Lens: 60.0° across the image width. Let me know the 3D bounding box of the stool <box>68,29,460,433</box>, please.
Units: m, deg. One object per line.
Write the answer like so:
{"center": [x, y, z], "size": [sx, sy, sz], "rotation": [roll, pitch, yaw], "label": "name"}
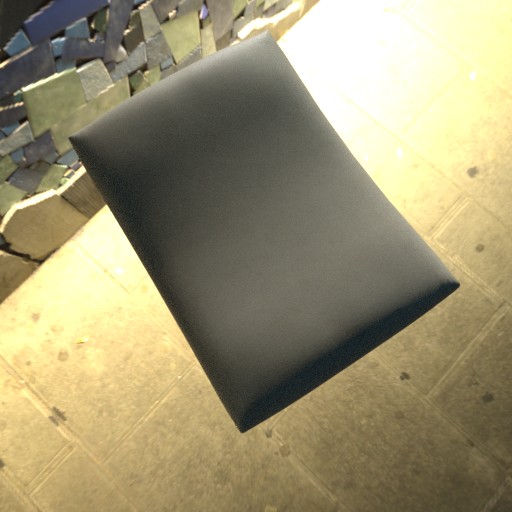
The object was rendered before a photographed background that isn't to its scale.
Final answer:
{"center": [0.000, 0.000, 0.915], "size": [0.375, 0.632, 0.509], "rotation": [-32, 78, -7], "label": "stool"}
